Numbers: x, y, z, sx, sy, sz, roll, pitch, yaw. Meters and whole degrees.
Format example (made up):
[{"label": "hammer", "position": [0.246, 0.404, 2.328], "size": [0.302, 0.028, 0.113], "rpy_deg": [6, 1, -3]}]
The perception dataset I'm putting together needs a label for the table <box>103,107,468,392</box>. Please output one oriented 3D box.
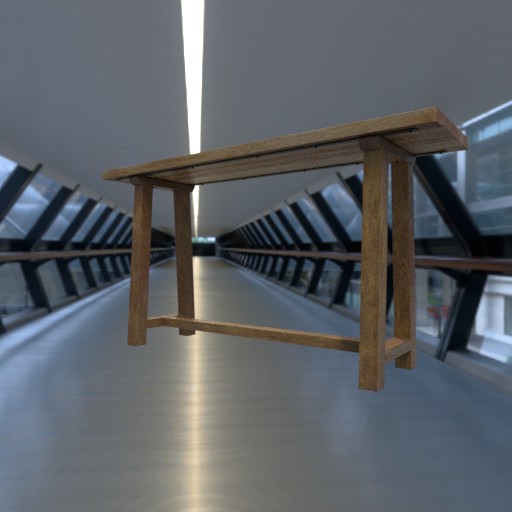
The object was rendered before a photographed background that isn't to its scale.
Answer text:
[{"label": "table", "position": [0.000, 0.000, 1.821], "size": [1.524, 0.810, 0.405], "rpy_deg": [0, 0, 37]}]
